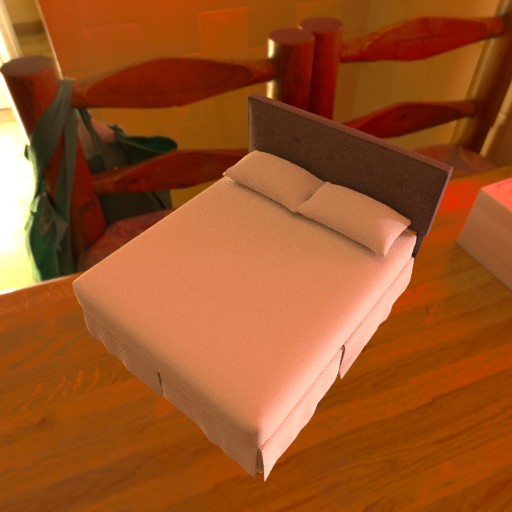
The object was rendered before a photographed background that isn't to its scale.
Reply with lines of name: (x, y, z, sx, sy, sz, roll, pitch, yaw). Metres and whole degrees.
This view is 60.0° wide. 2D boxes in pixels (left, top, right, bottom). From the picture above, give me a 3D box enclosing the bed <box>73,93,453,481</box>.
bed: (0.000, 0.000, 2.906, 1.610, 1.089, 1.894, 30, 53, 26)
